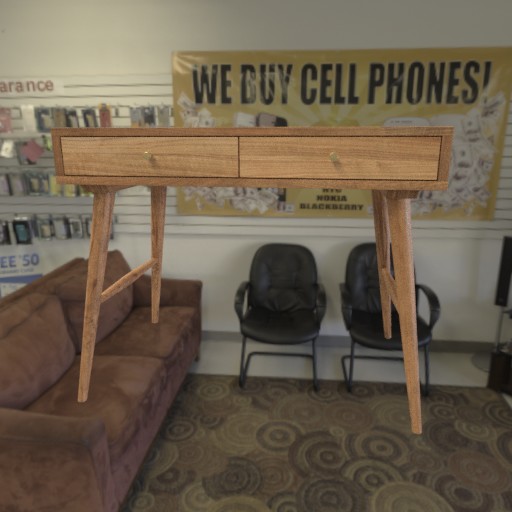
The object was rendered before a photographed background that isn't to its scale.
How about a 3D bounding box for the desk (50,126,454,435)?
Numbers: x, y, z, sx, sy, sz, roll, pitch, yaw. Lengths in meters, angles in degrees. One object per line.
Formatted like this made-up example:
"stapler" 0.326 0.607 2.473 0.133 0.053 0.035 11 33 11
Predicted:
"desk" 0.000 0.000 1.378 0.949 0.758 0.588 2 15 8
